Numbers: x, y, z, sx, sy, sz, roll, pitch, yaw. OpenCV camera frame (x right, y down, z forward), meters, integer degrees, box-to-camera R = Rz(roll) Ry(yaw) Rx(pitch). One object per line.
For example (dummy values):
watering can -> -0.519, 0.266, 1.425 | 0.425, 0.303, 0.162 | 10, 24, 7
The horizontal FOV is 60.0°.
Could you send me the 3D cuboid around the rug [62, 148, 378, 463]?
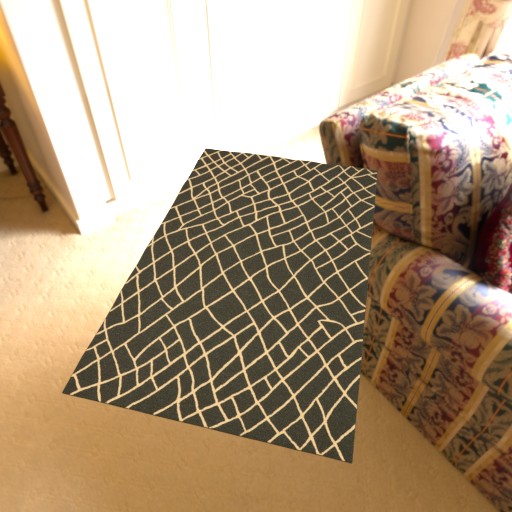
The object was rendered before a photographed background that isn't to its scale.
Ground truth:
rug -> 0.000, 0.000, 3.047 | 1.529, 0.017, 2.448 | 10, 47, 9
